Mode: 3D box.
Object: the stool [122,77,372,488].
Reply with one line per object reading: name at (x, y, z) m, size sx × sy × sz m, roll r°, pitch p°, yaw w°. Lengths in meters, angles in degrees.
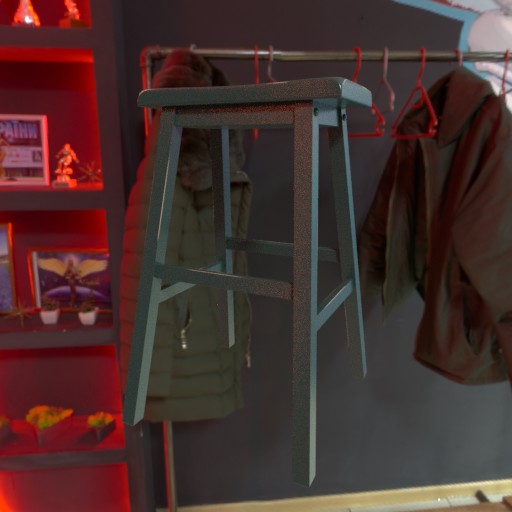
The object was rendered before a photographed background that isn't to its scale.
stool at (0.000, 0.000, 1.042) m, size 0.457 × 0.737 × 0.476 m, roll 7°, pitch 16°, yaw 25°
